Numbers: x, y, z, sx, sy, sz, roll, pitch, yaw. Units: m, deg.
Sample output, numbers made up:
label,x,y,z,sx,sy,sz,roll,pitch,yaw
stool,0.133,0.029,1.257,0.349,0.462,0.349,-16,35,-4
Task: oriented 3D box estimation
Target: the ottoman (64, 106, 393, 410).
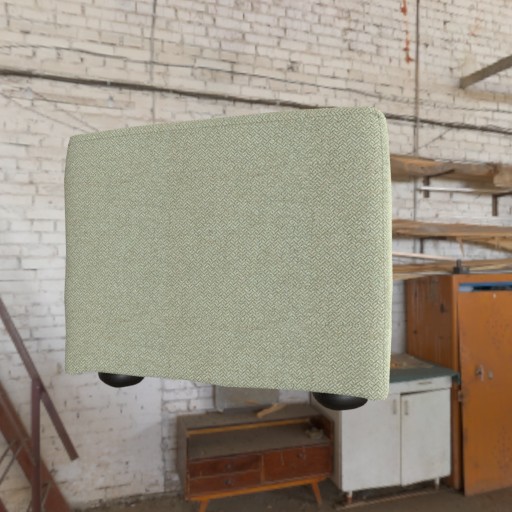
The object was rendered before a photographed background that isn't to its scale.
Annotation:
label,x,y,z,sx,sy,sz,roll,pitch,yaw
ottoman,0.000,0.000,0.889,0.521,0.453,0.512,0,0,17
